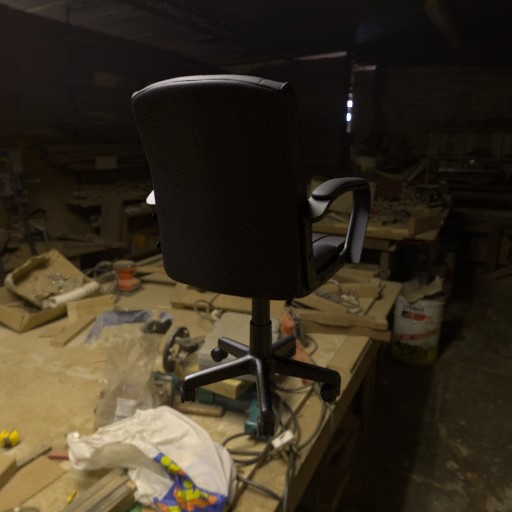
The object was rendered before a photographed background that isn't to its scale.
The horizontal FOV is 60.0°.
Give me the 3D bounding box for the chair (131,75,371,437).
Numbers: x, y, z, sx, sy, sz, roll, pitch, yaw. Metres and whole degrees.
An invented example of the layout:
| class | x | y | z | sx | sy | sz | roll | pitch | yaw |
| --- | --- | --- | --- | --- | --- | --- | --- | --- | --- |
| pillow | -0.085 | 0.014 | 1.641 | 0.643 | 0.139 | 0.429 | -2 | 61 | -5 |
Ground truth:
| class | x | y | z | sx | sy | sz | roll | pitch | yaw |
| --- | --- | --- | --- | --- | --- | --- | --- | --- | --- |
| chair | 0.000 | 0.000 | 1.396 | 0.576 | 0.998 | 0.641 | 8 | 17 | 27 |
